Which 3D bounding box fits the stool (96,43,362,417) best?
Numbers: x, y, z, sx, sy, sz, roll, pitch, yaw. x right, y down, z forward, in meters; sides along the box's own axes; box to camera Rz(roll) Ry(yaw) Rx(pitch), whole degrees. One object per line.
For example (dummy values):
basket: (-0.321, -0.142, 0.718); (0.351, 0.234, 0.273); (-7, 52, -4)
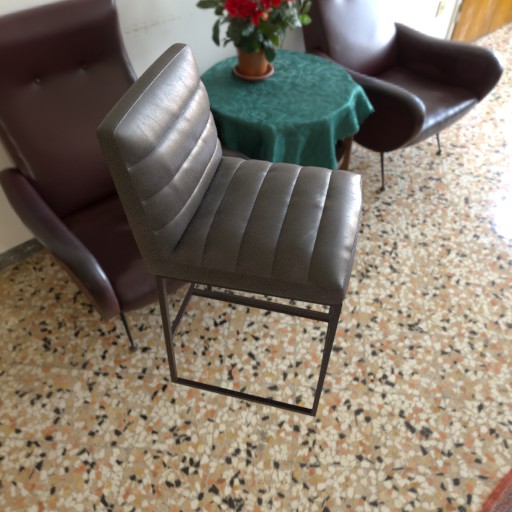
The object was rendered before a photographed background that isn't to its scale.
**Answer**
stool: (0.000, 0.000, 1.347); (0.562, 1.065, 0.463); (10, 48, 9)
